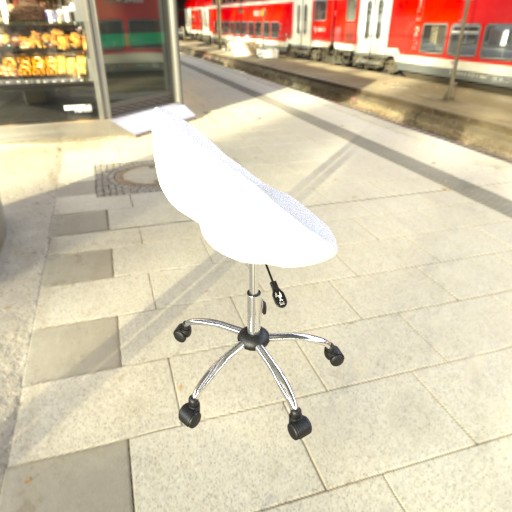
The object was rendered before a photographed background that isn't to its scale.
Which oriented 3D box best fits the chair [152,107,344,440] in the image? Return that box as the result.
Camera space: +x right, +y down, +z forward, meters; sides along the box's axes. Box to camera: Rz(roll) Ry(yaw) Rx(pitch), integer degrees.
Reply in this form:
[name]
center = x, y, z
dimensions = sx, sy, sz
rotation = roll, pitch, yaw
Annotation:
[chair]
center = 0.000, 0.000, 1.201
dimensions = 0.538, 0.791, 0.612
rotation = -10, 30, -17
